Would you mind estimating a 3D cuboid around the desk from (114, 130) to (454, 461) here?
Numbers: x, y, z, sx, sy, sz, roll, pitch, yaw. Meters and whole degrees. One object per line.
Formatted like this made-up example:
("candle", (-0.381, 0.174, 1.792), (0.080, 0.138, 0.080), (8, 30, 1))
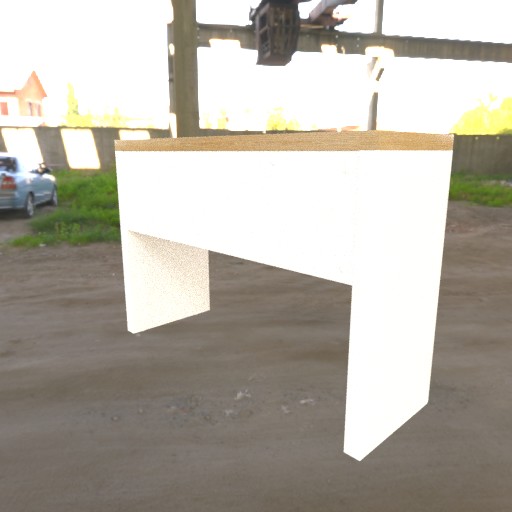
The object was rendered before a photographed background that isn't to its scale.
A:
("desk", (0.000, 0.000, 1.476), (0.390, 0.760, 1.100), (-13, 18, -43))
